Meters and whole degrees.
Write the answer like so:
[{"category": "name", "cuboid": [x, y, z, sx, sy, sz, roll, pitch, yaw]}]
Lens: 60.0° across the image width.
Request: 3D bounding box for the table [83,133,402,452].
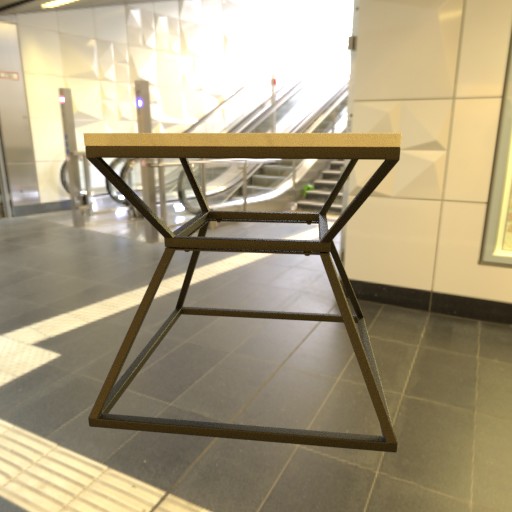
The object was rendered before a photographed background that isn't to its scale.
[{"category": "table", "cuboid": [0.000, 0.000, 0.806, 0.455, 0.431, 0.455, 2, 16, 7]}]
